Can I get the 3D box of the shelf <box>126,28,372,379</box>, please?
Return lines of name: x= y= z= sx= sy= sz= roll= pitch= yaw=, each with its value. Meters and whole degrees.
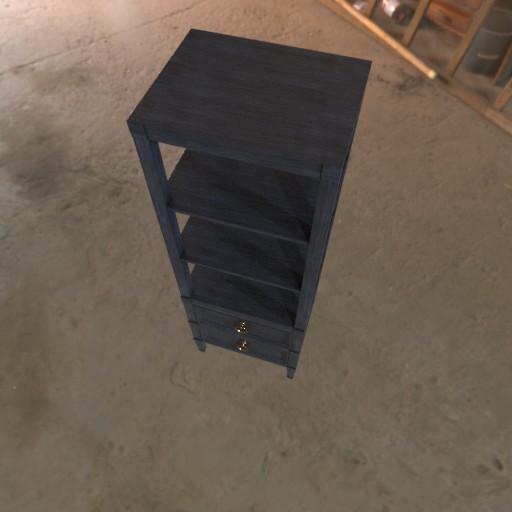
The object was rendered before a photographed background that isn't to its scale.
shelf: x=0.000 y=0.000 z=1.978 sx=0.584 sy=1.727 sz=0.472 roll=15 pitch=58 yaw=9
